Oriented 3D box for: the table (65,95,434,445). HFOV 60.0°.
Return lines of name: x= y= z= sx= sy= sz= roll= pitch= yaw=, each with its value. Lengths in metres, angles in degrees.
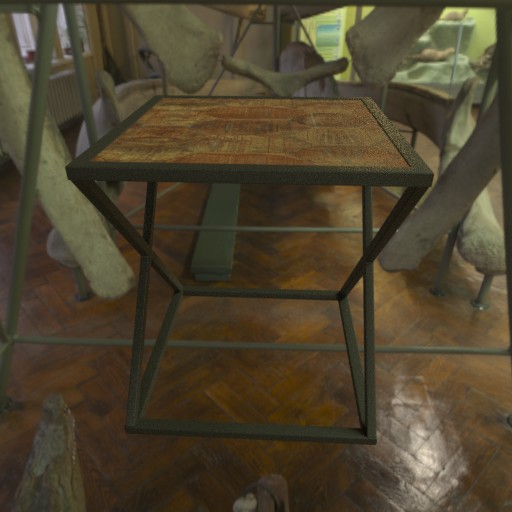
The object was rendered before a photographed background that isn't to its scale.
table: x=0.000 y=0.000 z=0.955 sx=0.500 sy=0.565 sz=0.500 roll=2 pitch=31 yaw=3
